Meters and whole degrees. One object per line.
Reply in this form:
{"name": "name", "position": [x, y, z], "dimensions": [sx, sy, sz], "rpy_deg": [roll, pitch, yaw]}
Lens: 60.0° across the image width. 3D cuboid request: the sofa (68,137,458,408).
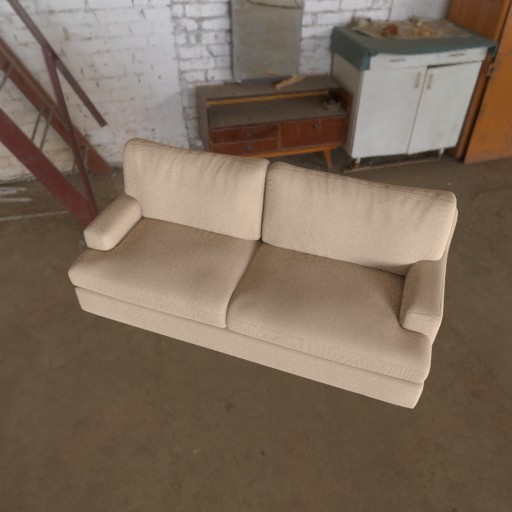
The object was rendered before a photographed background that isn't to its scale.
{"name": "sofa", "position": [0.000, 0.000, 2.669], "dimensions": [2.147, 0.925, 0.929], "rpy_deg": [13, 42, 15]}
